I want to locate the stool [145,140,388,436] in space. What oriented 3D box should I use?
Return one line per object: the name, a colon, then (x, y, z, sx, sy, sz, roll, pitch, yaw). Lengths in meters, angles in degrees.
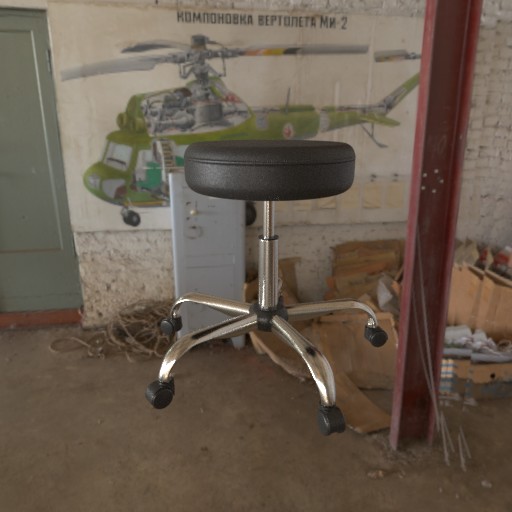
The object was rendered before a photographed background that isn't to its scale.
stool: (0.000, 0.000, 1.155, 0.638, 0.576, 0.673, 9, 19, 26)
